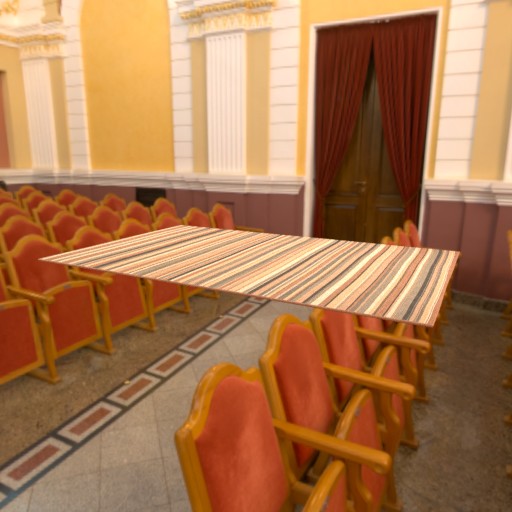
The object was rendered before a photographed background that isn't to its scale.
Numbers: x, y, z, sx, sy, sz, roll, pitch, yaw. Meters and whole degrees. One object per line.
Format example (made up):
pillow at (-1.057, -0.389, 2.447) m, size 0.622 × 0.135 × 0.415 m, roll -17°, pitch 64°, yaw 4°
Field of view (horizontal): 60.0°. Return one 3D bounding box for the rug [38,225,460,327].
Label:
rug at (0.000, 0.000, 3.016) m, size 2.438 × 0.014 × 1.523 m, roll 7°, pitch 15°, yaw 27°
